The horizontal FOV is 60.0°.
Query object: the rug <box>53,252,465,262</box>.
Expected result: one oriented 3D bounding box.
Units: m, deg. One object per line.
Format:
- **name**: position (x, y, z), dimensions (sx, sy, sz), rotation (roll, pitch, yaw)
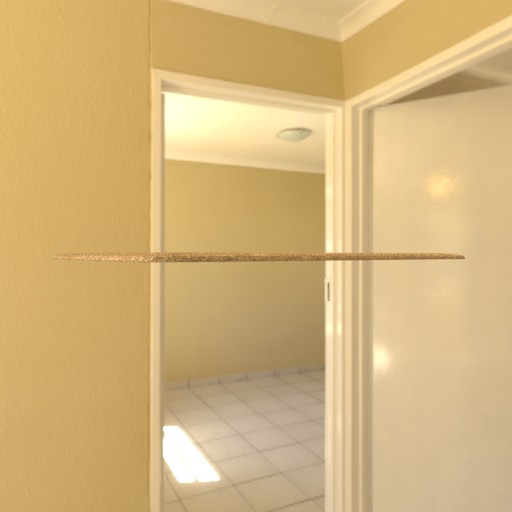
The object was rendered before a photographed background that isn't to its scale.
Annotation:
- **rug**: position (0.000, 0.000, 3.820), dimensions (2.873, 0.050, 2.242), rotation (0, 0, -36)
